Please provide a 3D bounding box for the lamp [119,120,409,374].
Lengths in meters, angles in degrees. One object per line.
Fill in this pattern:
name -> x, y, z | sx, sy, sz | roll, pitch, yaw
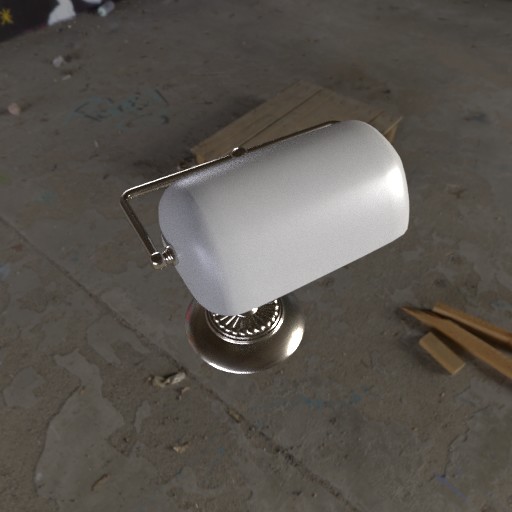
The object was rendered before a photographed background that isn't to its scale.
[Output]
lamp -> 0.000, 0.000, 0.518 | 0.264, 0.339, 0.243 | -24, 52, -20
